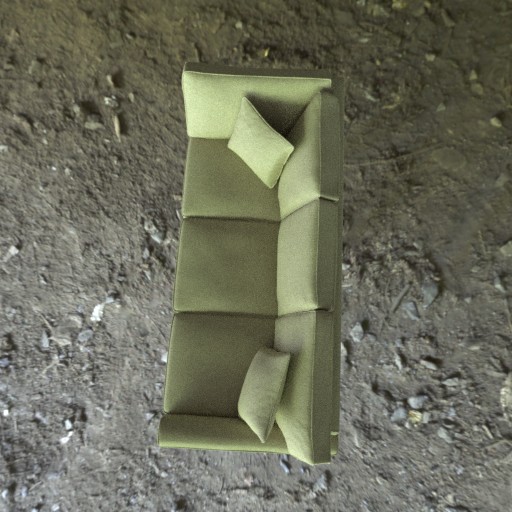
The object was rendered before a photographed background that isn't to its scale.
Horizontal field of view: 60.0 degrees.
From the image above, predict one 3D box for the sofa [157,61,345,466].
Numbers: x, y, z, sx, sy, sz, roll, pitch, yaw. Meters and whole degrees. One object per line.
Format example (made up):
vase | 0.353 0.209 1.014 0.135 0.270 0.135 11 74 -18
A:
sofa | 0.000 0.000 2.882 1.053 0.948 2.323 3 76 1
